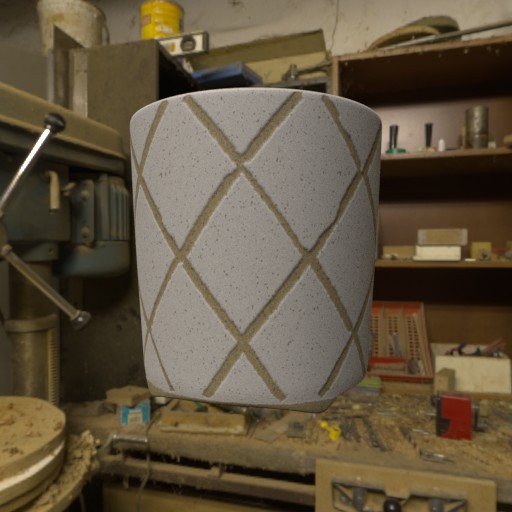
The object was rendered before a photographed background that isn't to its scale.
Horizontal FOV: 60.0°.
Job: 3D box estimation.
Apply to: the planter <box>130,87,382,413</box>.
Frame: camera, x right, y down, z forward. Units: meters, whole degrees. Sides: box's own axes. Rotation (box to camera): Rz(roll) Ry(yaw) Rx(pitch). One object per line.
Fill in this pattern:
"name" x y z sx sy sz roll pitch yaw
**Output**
"planter" 0.000 0.000 0.418 0.228 0.235 0.228 0 1 0
